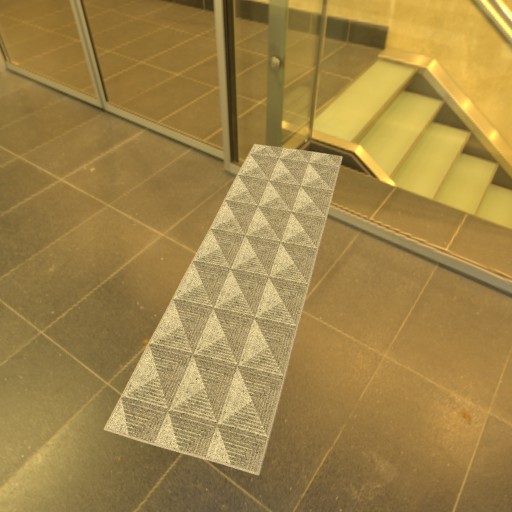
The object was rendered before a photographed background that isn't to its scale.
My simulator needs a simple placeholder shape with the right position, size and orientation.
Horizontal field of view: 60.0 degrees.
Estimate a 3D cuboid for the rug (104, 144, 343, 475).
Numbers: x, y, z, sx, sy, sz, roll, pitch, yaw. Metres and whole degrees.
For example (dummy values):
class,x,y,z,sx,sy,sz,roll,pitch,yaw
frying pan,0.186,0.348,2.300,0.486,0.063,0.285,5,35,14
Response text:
class,x,y,z,sx,sy,sz,roll,pitch,yaw
rug,0.000,0.000,2.427,0.645,0.015,2.182,12,47,11
